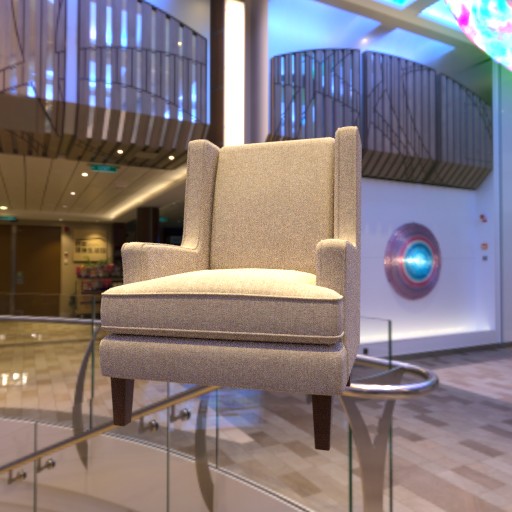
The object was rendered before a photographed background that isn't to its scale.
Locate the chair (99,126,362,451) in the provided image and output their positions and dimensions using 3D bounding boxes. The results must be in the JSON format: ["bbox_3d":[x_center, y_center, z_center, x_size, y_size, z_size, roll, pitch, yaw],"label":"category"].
[{"bbox_3d":[0.000,0.000,1.725,0.764,1.082,0.948,0,-1,17],"label":"chair"}]
